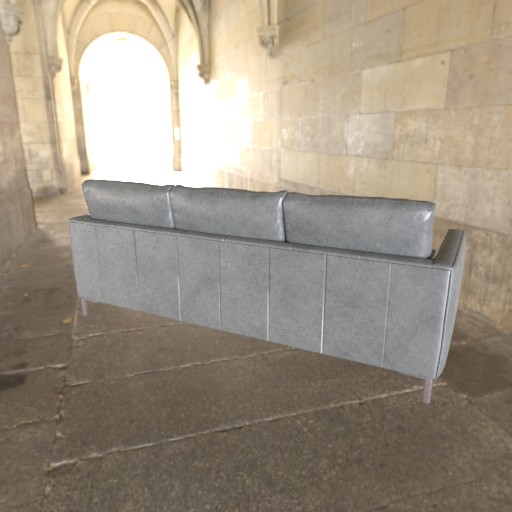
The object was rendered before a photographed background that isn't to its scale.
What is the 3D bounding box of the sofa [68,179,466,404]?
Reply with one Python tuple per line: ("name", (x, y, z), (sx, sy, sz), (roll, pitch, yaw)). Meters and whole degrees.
("sofa", (0.000, 0.000, 2.397), (2.029, 0.805, 0.748), (8, 17, 26))
